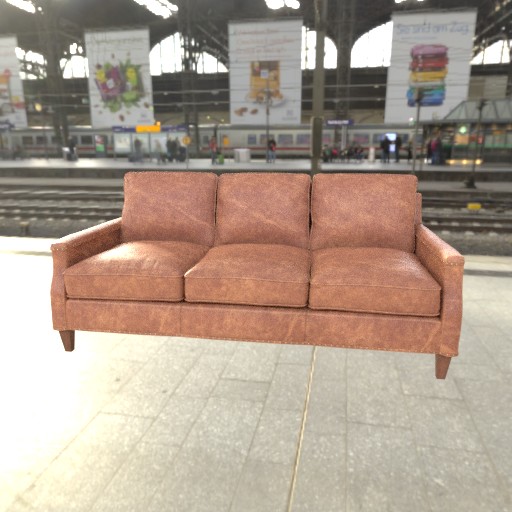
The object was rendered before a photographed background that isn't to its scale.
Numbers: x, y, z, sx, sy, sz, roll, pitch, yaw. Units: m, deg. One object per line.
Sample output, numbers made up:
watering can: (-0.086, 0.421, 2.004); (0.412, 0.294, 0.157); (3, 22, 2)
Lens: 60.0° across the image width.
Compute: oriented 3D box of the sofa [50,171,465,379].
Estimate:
sofa: (0.000, 0.000, 2.818); (2.246, 1.003, 1.084); (2, 14, 8)
